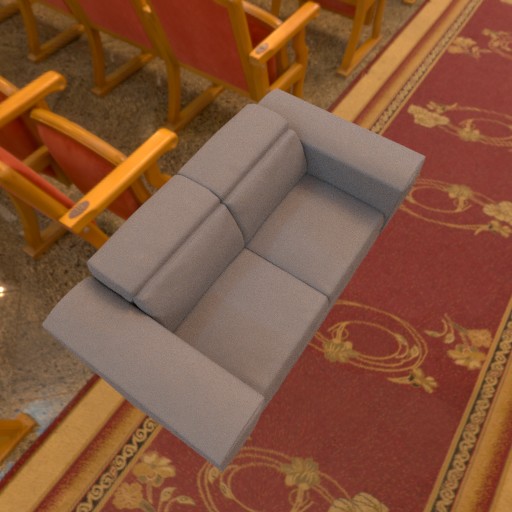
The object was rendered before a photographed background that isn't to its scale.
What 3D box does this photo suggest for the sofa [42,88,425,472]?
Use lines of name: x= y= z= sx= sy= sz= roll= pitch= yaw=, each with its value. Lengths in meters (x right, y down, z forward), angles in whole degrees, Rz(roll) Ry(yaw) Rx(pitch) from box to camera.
sofa: x=0.000 y=0.000 z=2.369 sx=1.003 sy=0.779 sz=1.895 roll=31 pitch=64 yaw=17
